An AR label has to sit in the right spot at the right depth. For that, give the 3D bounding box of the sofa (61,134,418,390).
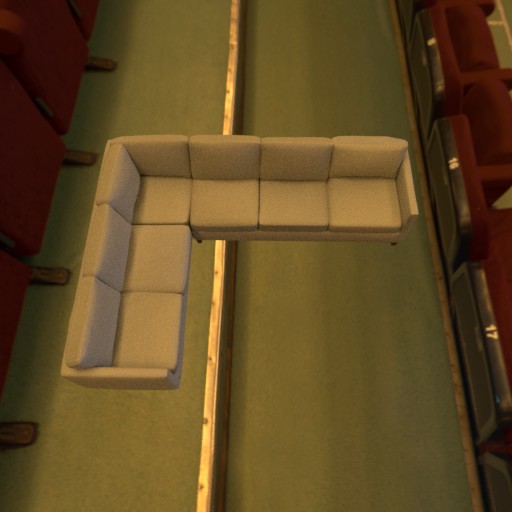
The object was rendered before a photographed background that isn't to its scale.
[{"bbox_3d":[0.000,0.000,4.487,3.301,0.947,2.592,1,64,0],"label":"sofa"}]
